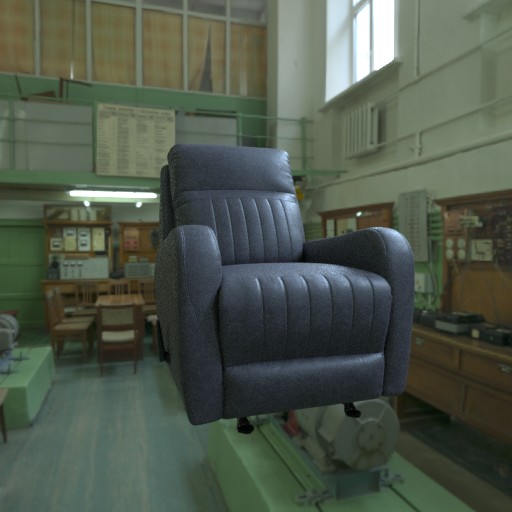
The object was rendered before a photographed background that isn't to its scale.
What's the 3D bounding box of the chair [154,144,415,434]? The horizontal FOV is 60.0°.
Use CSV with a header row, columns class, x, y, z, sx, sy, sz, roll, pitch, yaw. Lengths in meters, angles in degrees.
class,x,y,z,sx,sy,sz,roll,pitch,yaw
chair,0.000,0.000,1.836,0.865,1.067,1.067,-1,2,-19
